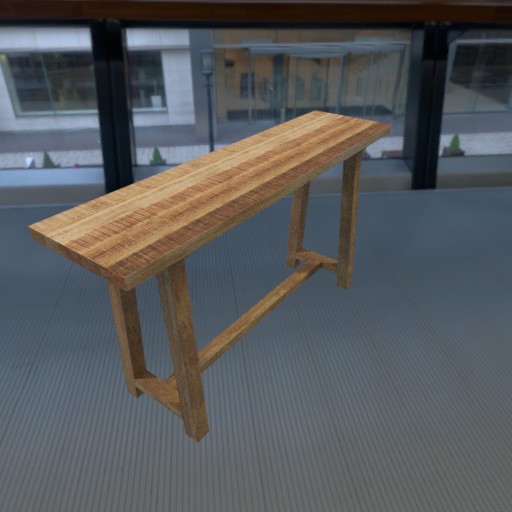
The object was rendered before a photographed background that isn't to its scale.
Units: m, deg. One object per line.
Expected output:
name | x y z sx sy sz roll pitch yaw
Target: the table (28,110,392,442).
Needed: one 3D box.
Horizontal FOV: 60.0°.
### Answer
table | 0.000 0.000 1.833 0.405 0.810 1.524 22 38 31
